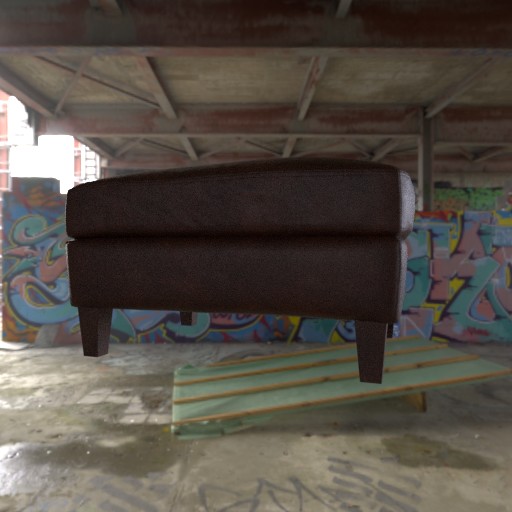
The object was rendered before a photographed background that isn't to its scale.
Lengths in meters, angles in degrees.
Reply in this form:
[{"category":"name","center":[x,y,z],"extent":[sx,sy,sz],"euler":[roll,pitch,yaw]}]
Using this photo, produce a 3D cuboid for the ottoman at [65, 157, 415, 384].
[{"category":"ottoman","center":[0.000,0.000,1.315],"extent":[0.887,0.527,0.659],"euler":[0,0,19]}]
